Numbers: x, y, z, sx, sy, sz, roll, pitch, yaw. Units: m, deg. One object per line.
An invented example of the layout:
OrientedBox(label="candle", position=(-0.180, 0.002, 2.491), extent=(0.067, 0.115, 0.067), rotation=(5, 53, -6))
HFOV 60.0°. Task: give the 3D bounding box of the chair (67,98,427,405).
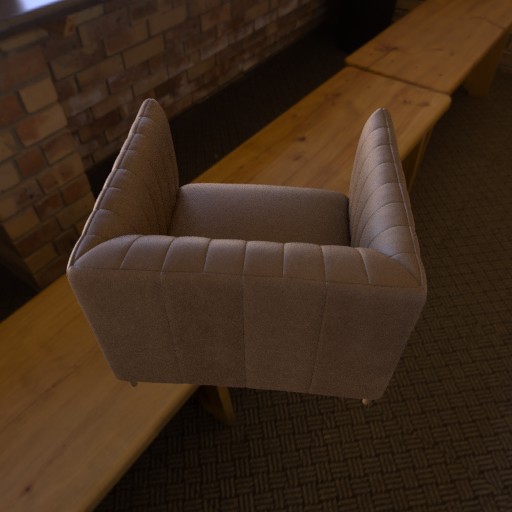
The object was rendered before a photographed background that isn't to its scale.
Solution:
OrientedBox(label="chair", position=(0.000, 0.000, 1.638), extent=(0.981, 0.779, 0.876), rotation=(3, 48, 3))
